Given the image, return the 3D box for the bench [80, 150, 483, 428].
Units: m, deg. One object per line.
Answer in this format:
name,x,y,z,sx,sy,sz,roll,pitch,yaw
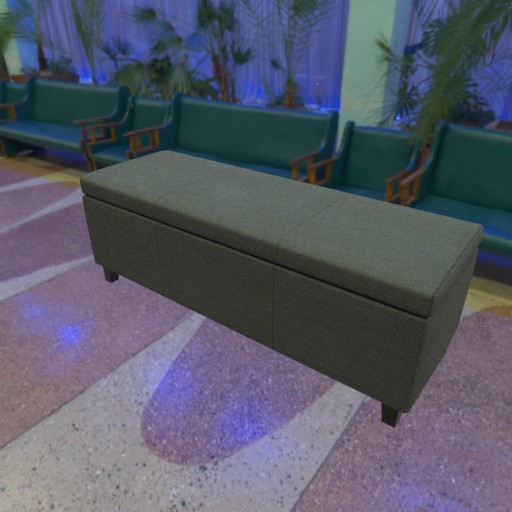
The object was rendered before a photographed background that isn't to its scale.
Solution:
bench,0.000,0.000,1.483,1.269,0.438,0.446,20,35,31
